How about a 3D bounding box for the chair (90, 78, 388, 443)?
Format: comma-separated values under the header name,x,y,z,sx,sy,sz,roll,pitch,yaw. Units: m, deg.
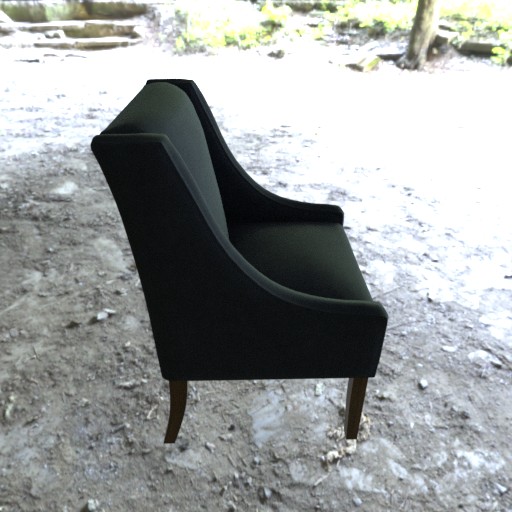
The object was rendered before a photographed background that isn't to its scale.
name,x,y,z,sx,sy,sz,roll,pitch,yaw
chair,0.000,0.000,1.298,0.629,0.895,0.629,-1,32,-1
